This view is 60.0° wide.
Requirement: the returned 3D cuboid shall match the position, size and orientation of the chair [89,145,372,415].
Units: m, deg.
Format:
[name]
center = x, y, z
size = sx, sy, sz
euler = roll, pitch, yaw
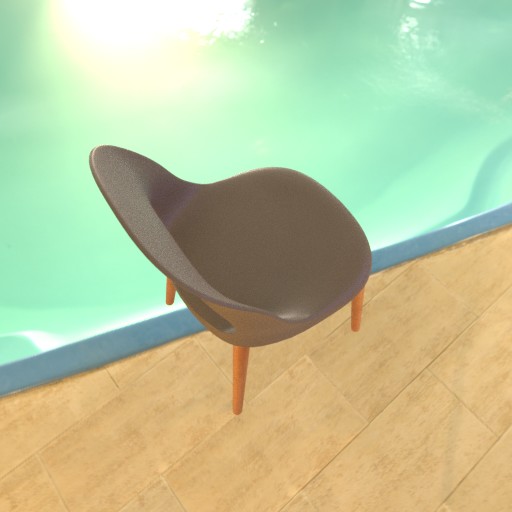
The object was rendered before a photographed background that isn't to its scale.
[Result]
[chair]
center = 0.000, 0.000, 1.122
size = 0.556, 0.795, 0.470
euler = -30, 63, -17
